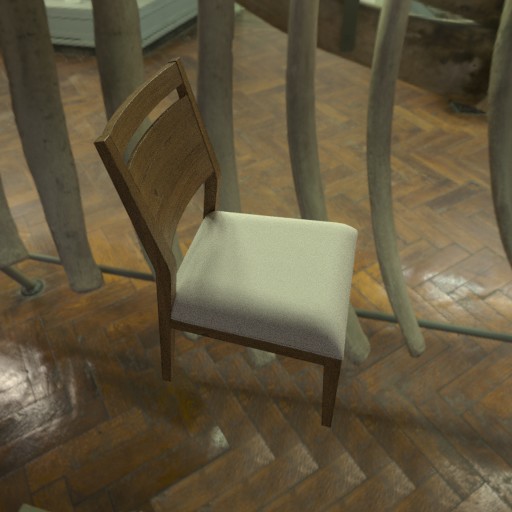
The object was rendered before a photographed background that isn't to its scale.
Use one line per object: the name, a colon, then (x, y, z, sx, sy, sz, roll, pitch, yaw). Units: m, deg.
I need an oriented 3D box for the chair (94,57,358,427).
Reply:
chair: (0.000, 0.000, 1.302, 0.610, 0.939, 0.497, 10, 46, 9)
